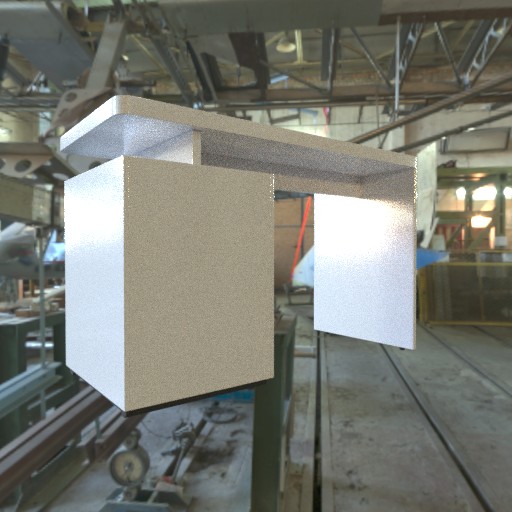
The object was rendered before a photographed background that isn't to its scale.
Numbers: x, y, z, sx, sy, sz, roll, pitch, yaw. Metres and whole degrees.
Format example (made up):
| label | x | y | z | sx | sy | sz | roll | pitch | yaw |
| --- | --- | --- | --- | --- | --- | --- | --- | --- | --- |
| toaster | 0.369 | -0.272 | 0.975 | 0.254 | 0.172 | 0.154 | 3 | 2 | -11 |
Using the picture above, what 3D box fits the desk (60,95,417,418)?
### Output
| label | x | y | z | sx | sy | sz | roll | pitch | yaw |
| --- | --- | --- | --- | --- | --- | --- | --- | --- | --- |
| desk | 0.000 | 0.000 | 1.588 | 1.200 | 0.760 | 0.550 | -1 | 1 | -37 |
